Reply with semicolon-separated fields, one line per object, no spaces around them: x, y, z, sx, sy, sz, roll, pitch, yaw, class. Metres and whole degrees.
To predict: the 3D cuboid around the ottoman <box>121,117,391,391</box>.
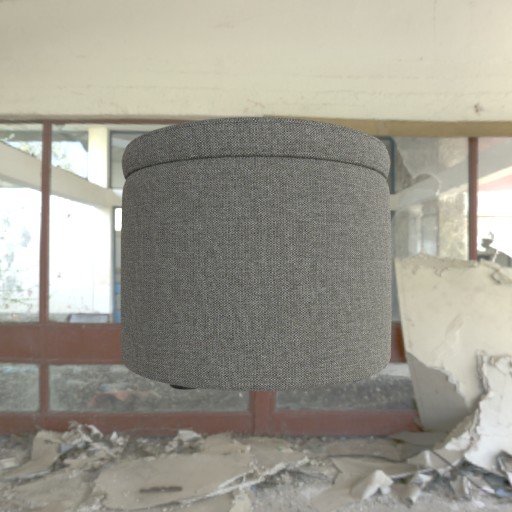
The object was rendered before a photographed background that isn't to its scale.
0.000;0.000;0.891;0.520;0.430;0.520;0;-1;0;ottoman
